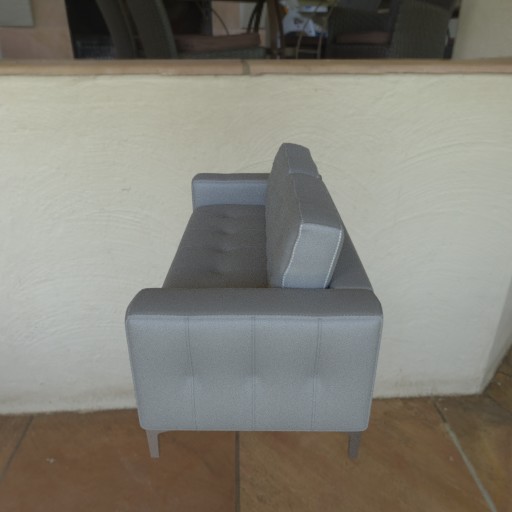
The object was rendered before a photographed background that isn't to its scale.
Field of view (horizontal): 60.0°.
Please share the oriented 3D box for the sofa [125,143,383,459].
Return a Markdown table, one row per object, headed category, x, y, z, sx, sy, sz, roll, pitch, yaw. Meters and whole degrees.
| category | x | y | z | sx | sy | sz | roll | pitch | yaw |
| --- | --- | --- | --- | --- | --- | --- | --- | --- | --- |
| sofa | 0.000 | 0.000 | 2.207 | 0.833 | 0.893 | 1.726 | 0 | 25 | 0 |
